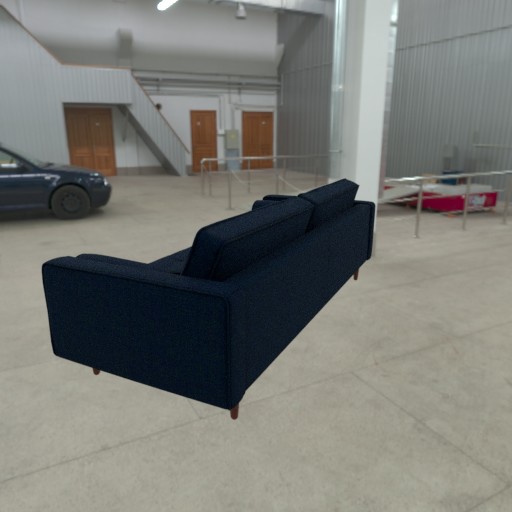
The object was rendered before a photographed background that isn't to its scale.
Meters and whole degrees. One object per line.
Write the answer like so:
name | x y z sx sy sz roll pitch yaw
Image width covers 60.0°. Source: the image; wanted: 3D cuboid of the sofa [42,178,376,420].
sofa | 0.000 0.000 2.611 0.914 0.762 2.210 8 18 26
